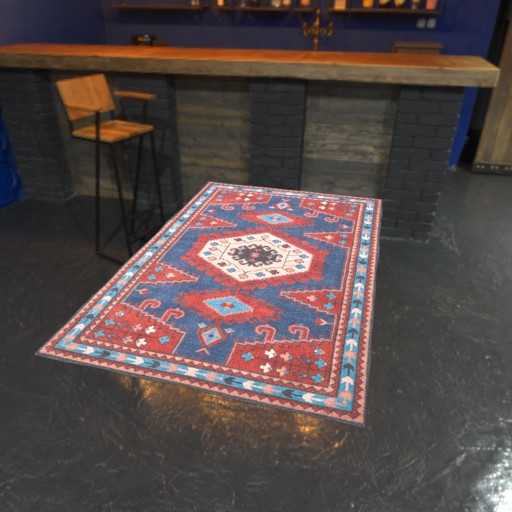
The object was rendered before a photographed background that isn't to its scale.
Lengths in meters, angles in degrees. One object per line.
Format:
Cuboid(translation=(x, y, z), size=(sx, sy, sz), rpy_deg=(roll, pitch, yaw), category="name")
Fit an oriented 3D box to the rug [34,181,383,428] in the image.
Cuboid(translation=(0.000, 0.000, 2.254), size=(1.207, 0.012, 1.820), rpy_deg=(8, 32, 13), category="rug")
